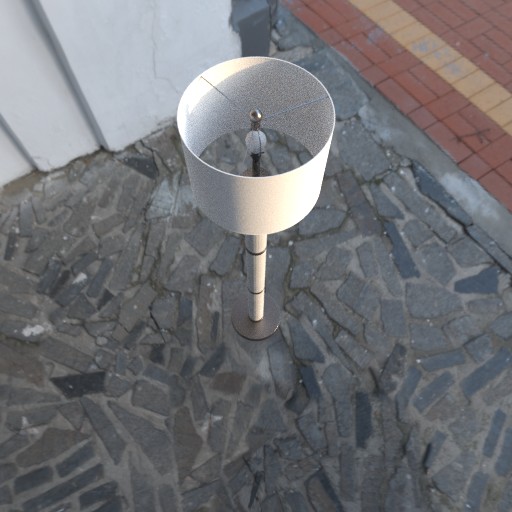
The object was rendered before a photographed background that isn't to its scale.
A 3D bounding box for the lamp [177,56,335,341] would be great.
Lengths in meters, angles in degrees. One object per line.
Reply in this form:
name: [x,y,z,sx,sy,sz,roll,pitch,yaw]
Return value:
lamp: [0.000,0.000,1.767,0.377,1.599,0.377,-16,66,-8]
